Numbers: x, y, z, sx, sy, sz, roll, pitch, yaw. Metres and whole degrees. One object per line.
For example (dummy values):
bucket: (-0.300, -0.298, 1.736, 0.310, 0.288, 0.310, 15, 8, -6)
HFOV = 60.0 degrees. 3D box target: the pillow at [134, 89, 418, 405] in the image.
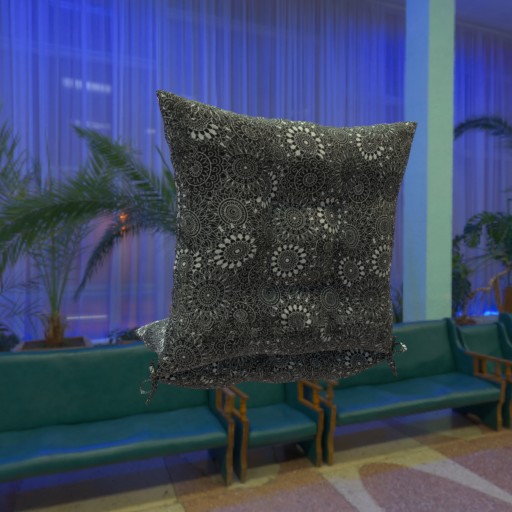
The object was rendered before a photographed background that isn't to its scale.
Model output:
pillow: (0.000, 0.000, 1.017, 0.541, 0.536, 0.585, 0, 1, -19)
